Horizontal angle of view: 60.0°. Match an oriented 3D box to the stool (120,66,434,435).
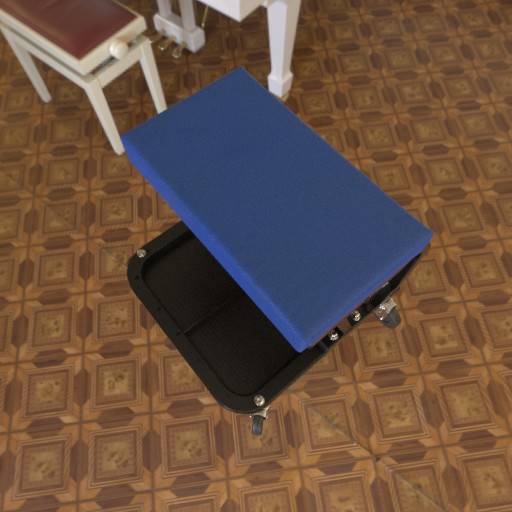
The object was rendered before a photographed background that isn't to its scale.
[{"bbox_3d":[0.000,0.000,0.721,0.371,0.380,0.446,-37,69,-16],"label":"stool"}]
